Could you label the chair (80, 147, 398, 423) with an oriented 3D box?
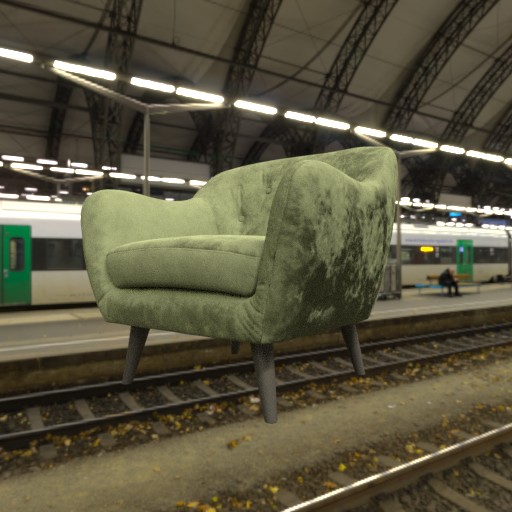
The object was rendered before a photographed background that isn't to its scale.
[{"bbox_3d":[0.000,0.000,1.488,0.840,0.804,0.819,0,0,36],"label":"chair"}]
